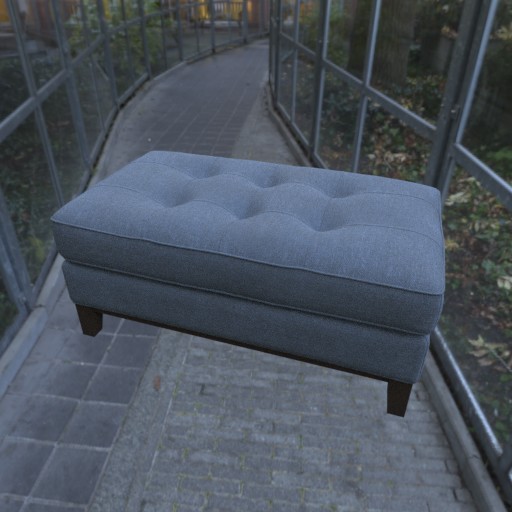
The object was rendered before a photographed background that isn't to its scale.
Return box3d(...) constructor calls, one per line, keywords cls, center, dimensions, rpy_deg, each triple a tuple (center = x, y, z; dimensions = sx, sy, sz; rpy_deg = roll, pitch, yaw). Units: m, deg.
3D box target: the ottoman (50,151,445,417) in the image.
box3d(cls="ottoman", center=(0.000, 0.000, 1.516), dimensions=(1.143, 0.514, 0.648), rpy_deg=(10, 33, 16))
